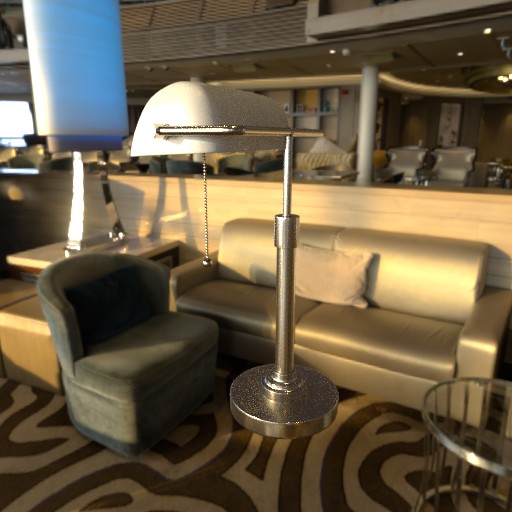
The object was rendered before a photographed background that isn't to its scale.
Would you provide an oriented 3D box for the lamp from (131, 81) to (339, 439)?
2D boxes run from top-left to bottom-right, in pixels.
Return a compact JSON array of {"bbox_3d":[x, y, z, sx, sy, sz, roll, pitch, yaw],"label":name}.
[{"bbox_3d":[0.000,0.000,0.562,0.227,0.404,0.269,7,16,25],"label":"lamp"}]
